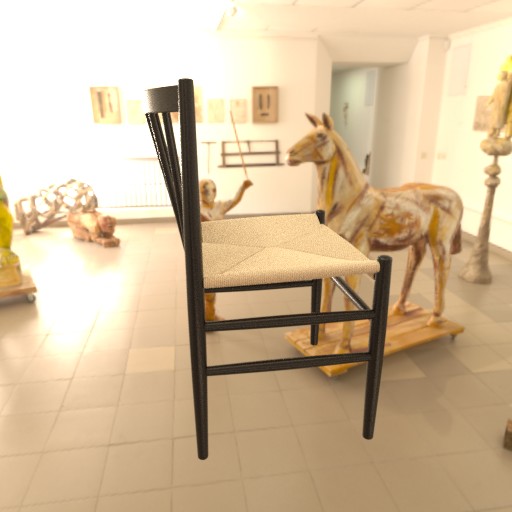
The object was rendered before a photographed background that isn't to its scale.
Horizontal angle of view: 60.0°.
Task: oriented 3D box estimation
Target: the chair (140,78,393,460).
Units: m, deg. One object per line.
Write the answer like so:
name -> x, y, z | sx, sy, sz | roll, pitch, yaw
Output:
chair -> 0.000, 0.000, 1.138 | 0.516, 0.818, 0.495 | -3, 19, -9
